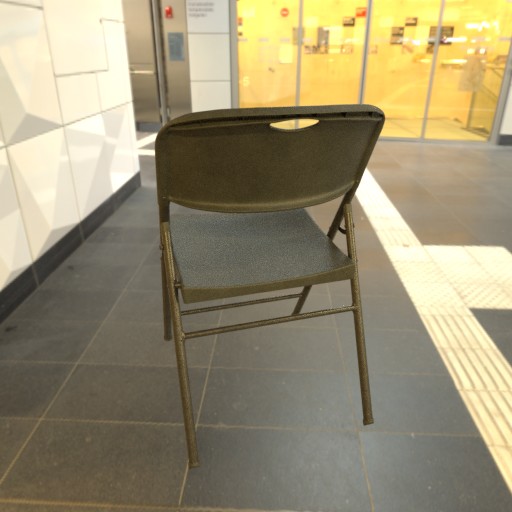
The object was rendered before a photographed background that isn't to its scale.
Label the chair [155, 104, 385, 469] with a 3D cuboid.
[{"bbox_3d":[0.000,0.000,1.169,0.494,0.810,0.566,-7,26,-15],"label":"chair"}]
